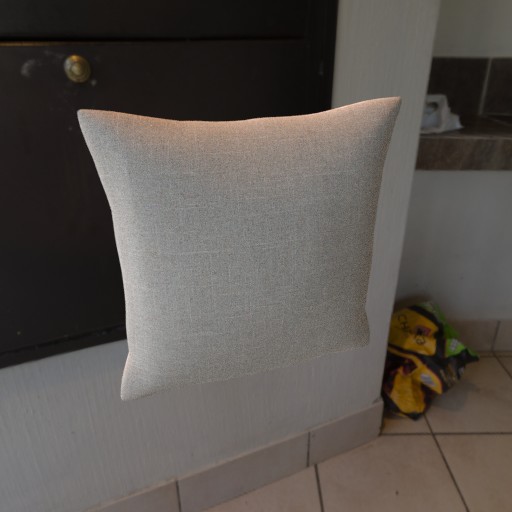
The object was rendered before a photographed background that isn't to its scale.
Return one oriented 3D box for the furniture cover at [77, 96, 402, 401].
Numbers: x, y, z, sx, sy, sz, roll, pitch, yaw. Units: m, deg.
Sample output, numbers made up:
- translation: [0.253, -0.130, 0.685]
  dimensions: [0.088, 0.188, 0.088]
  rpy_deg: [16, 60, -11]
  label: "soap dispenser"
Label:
- translation: [0.000, 0.000, 0.766]
  dimensions: [0.512, 0.506, 0.178]
  rpy_deg: [-8, 27, -17]
  label: "furniture cover"
